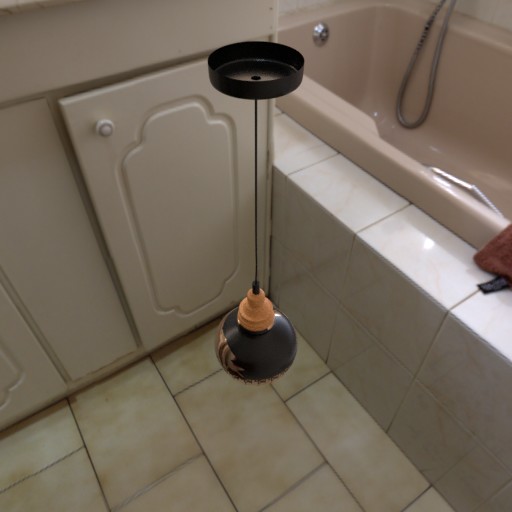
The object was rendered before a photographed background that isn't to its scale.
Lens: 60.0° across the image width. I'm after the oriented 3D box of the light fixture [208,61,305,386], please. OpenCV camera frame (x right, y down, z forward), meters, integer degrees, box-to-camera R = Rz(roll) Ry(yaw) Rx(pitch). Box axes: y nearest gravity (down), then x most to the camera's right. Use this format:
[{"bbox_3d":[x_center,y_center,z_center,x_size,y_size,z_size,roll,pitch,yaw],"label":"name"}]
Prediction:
[{"bbox_3d":[0.000,0.000,1.837,0.430,1.606,0.430,-23,50,-21],"label":"light fixture"}]
